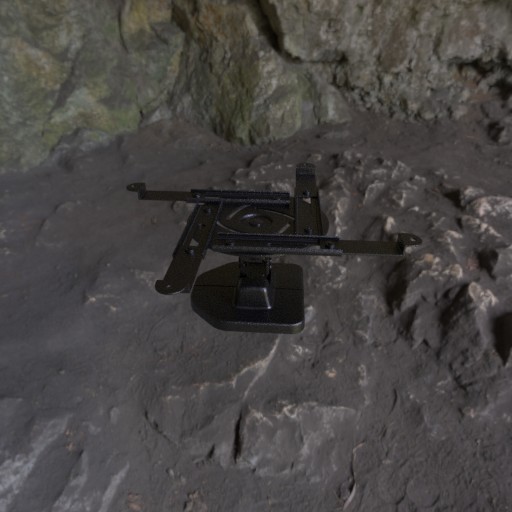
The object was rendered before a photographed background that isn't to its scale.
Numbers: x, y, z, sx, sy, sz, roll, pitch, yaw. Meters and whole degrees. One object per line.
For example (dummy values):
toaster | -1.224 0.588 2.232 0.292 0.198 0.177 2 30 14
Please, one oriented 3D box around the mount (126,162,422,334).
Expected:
mount | 0.000 0.000 0.618 0.394 0.141 0.394 2 30 4
